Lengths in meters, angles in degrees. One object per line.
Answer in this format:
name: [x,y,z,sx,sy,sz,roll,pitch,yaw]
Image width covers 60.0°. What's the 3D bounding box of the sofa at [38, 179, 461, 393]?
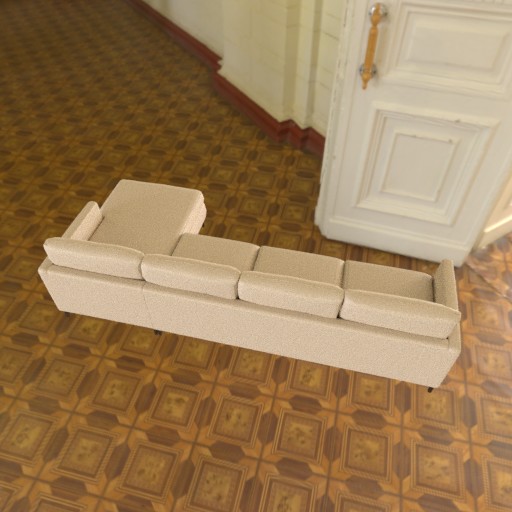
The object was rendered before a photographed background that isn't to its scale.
sofa: [0.000,0.000,3.250,2.731,0.755,1.258,10,48,9]
